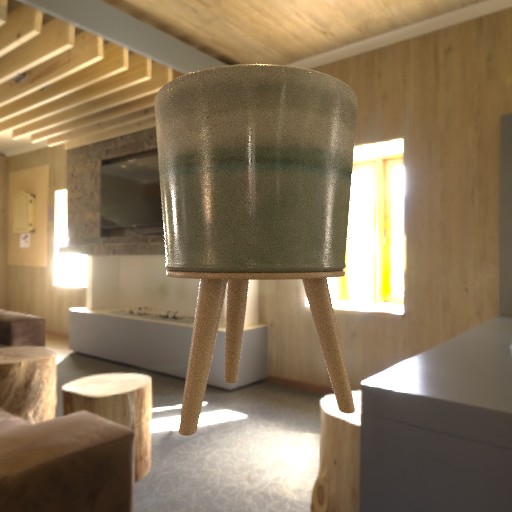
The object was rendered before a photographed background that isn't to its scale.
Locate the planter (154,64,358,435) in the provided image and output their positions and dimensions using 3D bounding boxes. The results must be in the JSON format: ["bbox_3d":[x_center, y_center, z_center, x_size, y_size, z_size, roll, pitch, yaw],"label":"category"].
[{"bbox_3d":[0.000,0.000,0.593,0.265,0.404,0.265,0,0,-37],"label":"planter"}]
